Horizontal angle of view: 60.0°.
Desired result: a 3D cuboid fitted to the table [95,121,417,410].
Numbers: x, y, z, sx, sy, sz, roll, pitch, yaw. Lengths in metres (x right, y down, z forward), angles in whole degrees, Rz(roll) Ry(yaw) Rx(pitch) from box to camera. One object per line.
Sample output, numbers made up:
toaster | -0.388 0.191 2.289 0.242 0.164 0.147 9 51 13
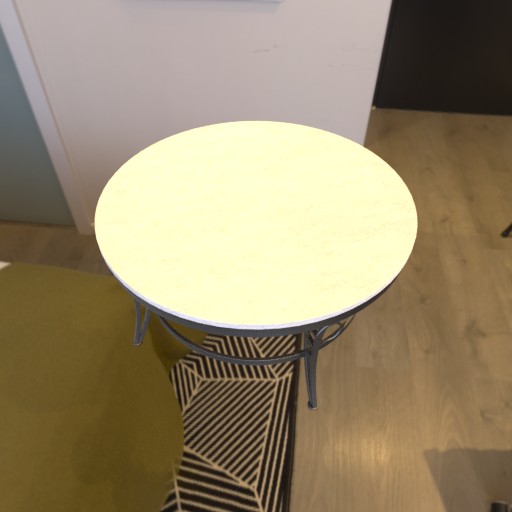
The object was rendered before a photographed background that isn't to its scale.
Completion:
table | 0.000 0.000 1.426 0.889 0.470 0.889 0 45 0
